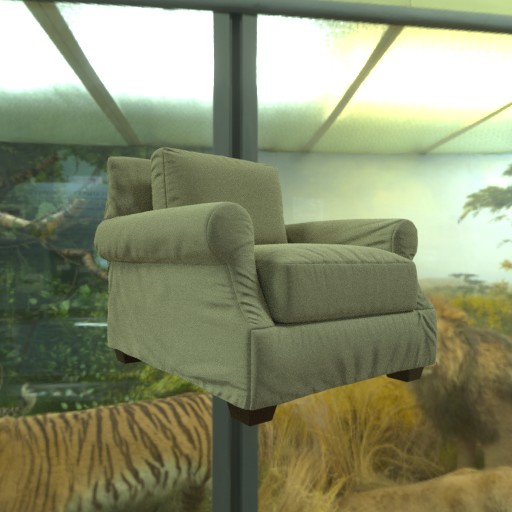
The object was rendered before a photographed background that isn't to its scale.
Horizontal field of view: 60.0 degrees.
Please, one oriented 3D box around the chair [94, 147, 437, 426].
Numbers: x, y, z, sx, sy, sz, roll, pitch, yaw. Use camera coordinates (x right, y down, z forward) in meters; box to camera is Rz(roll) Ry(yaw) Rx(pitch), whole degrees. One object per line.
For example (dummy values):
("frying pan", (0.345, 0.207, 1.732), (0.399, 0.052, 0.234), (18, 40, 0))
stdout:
("chair", (0.000, 0.000, 1.700), (0.940, 0.866, 1.066), (0, -1, -37))
